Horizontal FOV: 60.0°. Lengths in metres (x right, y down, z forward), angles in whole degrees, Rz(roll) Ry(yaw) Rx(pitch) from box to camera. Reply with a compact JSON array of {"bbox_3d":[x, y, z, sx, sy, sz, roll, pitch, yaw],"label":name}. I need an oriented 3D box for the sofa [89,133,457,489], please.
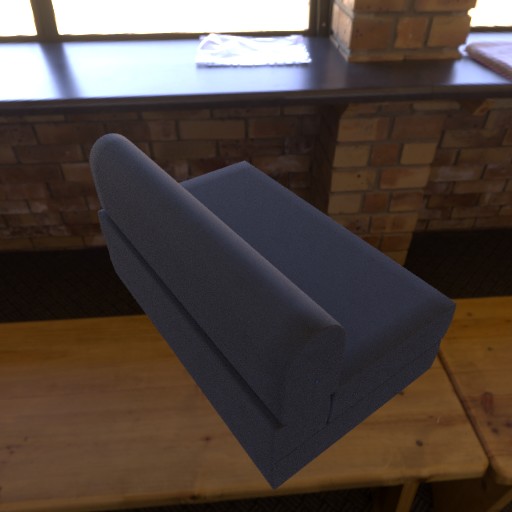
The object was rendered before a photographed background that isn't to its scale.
[{"bbox_3d":[0.000,0.000,1.647,0.762,0.660,1.219,-25,46,-27],"label":"sofa"}]
